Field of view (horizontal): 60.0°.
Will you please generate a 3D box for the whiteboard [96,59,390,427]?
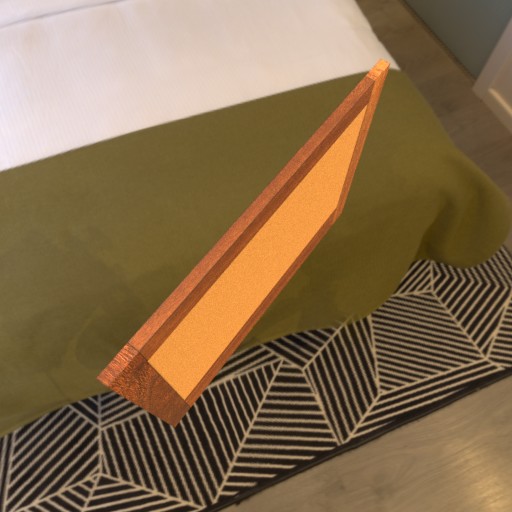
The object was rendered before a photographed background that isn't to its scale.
[{"bbox_3d":[0.000,0.000,1.002,0.083,0.559,0.783,34,68,15],"label":"whiteboard"}]
